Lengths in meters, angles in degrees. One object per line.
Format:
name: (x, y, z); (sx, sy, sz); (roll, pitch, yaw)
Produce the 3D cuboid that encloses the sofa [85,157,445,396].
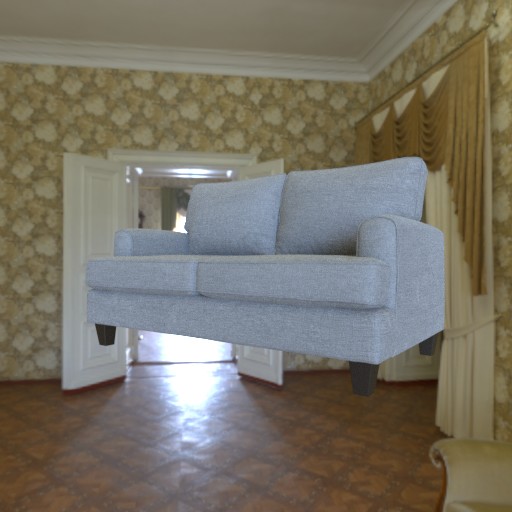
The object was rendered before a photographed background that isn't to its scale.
sofa: (0.000, 0.000, 2.282); (1.651, 0.965, 0.965); (0, 0, 36)
